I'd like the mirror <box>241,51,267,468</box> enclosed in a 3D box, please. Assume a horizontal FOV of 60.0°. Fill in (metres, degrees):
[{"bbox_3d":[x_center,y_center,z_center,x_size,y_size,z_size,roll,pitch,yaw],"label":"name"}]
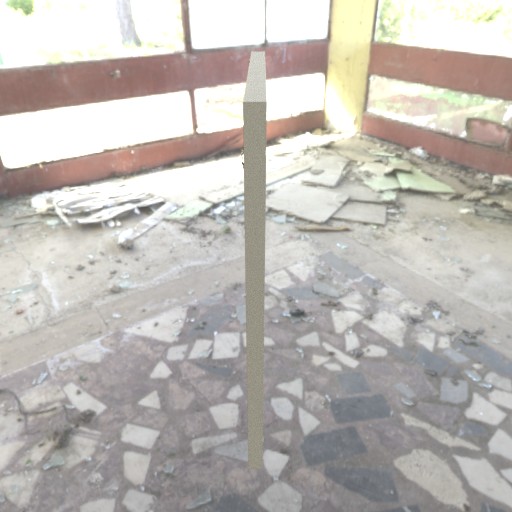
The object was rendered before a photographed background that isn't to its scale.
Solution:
[{"bbox_3d":[0.000,0.000,1.167,0.041,0.914,0.609,0,31,1],"label":"mirror"}]
